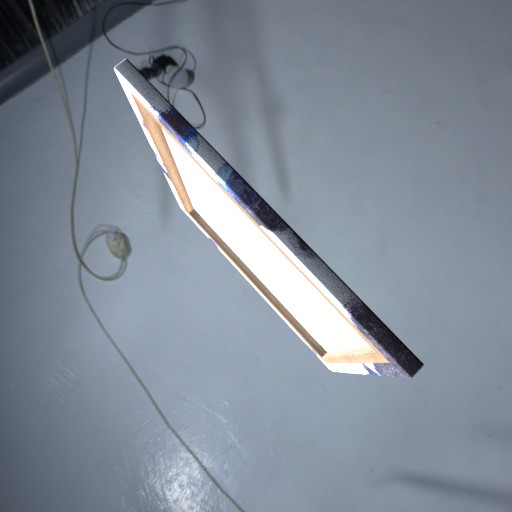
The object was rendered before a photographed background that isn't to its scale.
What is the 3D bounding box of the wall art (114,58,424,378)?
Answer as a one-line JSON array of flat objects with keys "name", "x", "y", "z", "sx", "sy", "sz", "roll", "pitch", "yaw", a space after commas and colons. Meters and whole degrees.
[{"name": "wall art", "x": 0.000, "y": 0.000, "z": 1.321, "sx": 0.038, "sy": 0.885, "sz": 0.887, "roll": -41, "pitch": 80, "yaw": -9}]
